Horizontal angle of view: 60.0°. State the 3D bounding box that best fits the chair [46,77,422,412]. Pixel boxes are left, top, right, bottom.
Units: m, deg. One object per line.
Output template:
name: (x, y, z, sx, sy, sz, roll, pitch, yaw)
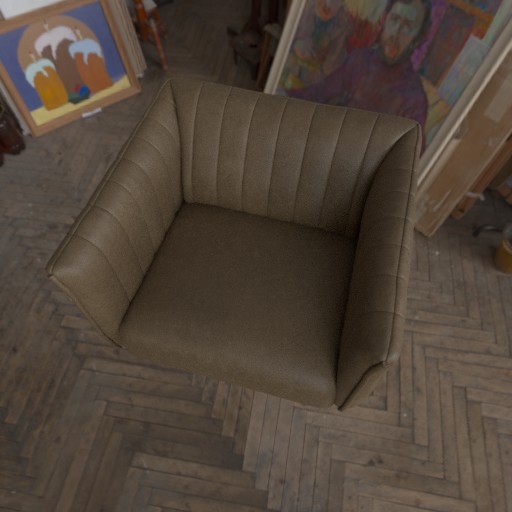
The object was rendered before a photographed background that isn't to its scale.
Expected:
chair: (0.000, 0.000, 1.613, 0.981, 0.779, 0.876, 13, 58, 8)
